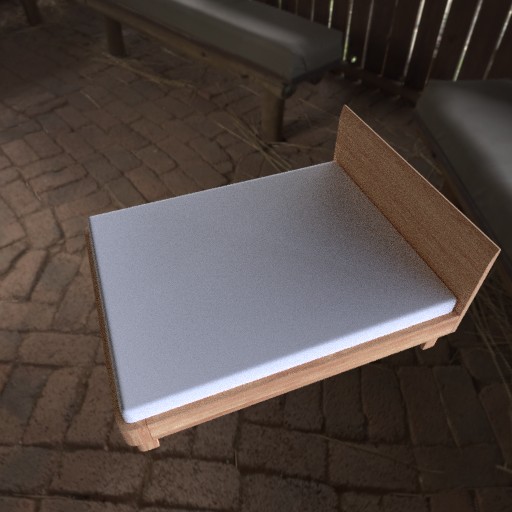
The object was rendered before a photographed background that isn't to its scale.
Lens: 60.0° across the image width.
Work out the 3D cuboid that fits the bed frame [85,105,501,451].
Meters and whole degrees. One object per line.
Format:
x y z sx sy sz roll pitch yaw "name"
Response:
0.000 0.000 2.916 2.092 0.940 1.660 -15 48 -14 "bed frame"
